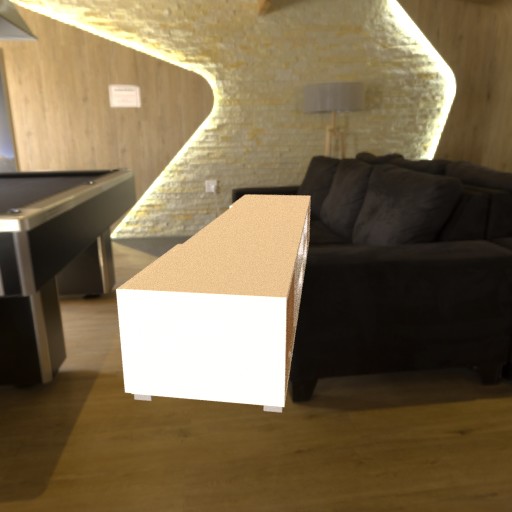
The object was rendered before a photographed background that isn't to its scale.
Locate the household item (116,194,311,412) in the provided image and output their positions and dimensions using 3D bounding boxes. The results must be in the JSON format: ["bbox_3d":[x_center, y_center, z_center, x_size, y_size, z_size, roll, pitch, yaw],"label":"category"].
[{"bbox_3d":[0.000,0.000,1.983,0.420,0.310,1.850,2,15,8],"label":"household item"}]
